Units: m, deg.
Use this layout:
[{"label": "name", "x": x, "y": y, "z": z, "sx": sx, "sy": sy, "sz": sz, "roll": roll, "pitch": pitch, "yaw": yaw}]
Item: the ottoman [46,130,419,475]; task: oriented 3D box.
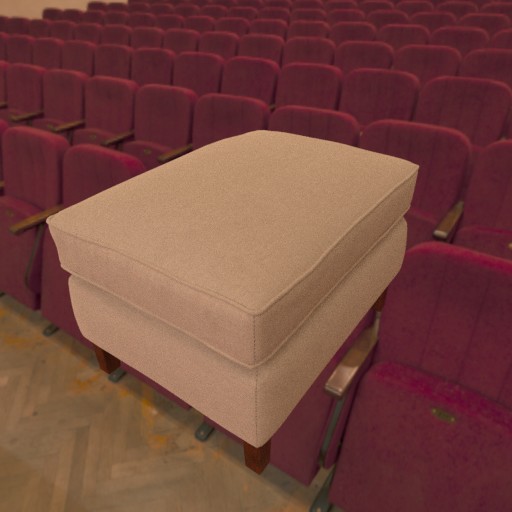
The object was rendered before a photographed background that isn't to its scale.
[{"label": "ottoman", "x": 0.000, "y": 0.000, "z": 0.975, "sx": 0.501, "sy": 0.456, "sz": 0.665, "roll": 21, "pitch": 38, "yaw": 29}]
